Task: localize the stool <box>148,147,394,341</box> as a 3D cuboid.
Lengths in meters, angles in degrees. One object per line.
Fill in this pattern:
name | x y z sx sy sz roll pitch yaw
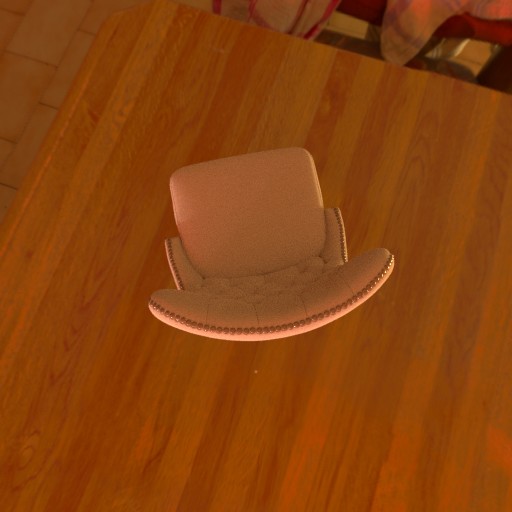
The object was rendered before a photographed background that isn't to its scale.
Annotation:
stool | 0.000 0.000 1.439 0.528 1.066 0.605 -11 76 -3
